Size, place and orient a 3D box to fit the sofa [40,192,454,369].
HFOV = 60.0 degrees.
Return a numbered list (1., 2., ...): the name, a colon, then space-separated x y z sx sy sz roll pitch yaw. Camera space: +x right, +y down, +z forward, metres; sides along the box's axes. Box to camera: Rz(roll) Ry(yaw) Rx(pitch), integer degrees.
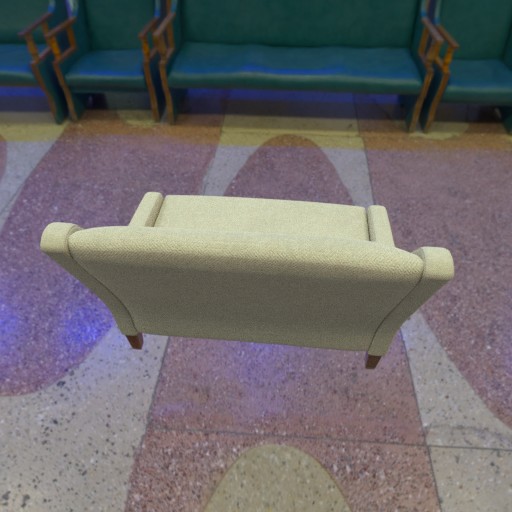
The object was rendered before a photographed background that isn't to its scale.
1. sofa: 0.000 0.000 1.920 1.212 0.976 0.946 4 46 4
